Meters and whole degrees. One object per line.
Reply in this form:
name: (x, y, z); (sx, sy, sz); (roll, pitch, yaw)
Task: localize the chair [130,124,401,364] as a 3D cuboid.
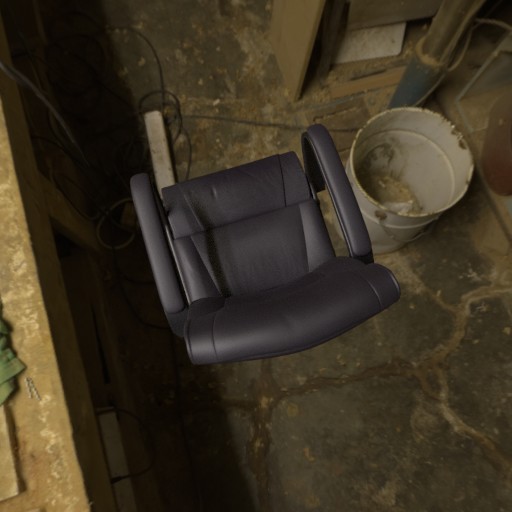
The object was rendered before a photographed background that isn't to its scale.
chair: (0.000, 0.000, 1.377); (0.576, 0.998, 0.641); (-17, 76, -4)
